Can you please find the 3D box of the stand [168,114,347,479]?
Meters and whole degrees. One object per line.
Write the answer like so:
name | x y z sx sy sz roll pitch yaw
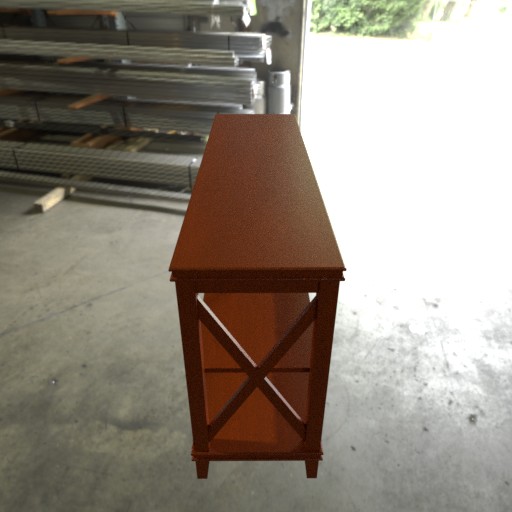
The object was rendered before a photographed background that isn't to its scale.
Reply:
stand | 0.000 0.000 1.727 0.381 0.762 1.372 0 31 0
